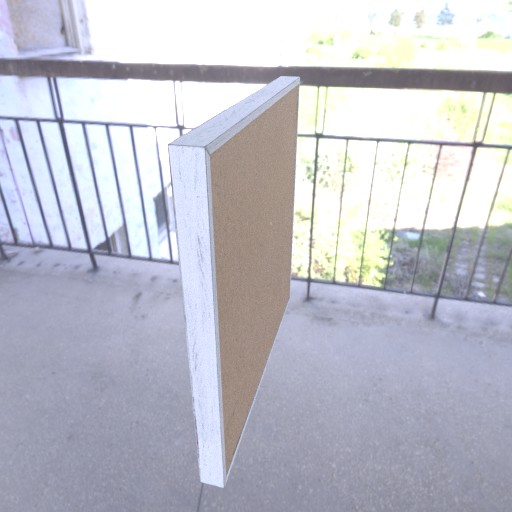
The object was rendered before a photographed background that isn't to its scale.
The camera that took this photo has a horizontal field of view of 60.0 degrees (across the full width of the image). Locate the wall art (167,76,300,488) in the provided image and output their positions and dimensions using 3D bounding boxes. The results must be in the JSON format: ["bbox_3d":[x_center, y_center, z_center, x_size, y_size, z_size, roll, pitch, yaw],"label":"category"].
[{"bbox_3d":[0.000,0.000,0.751,0.038,0.508,0.508,7,30,13],"label":"wall art"}]
